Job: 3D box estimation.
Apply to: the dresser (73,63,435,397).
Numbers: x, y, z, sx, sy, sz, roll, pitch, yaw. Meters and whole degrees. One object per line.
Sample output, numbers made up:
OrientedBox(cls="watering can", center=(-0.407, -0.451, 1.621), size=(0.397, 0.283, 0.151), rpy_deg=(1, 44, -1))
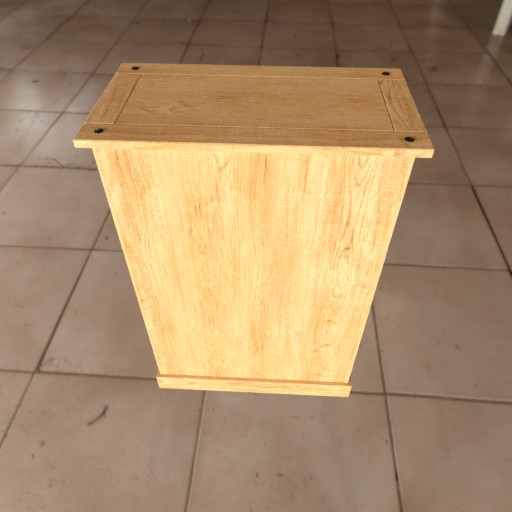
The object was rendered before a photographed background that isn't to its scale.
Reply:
OrientedBox(cls="dresser", center=(0.000, 0.000, 1.746), size=(0.915, 1.300, 0.485), rpy_deg=(2, 46, 2))
